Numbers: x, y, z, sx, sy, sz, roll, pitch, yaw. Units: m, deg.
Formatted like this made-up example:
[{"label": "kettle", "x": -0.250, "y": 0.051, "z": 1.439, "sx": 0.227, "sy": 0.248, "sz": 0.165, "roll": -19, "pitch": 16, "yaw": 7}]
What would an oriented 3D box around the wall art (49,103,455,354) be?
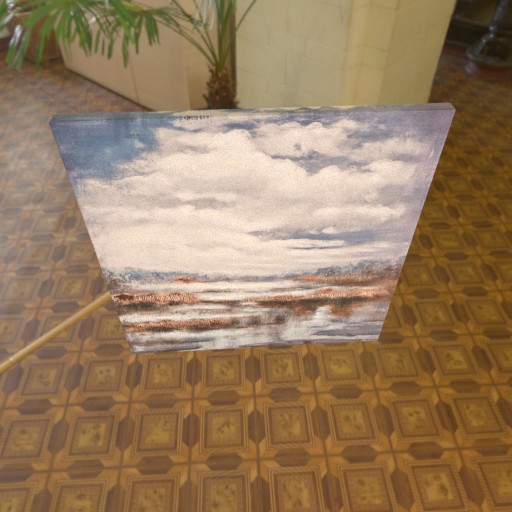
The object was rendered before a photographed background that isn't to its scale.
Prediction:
[{"label": "wall art", "x": 0.000, "y": 0.000, "z": 1.468, "sx": 1.010, "sy": 1.020, "sz": 0.040, "roll": -3, "pitch": 45, "yaw": -3}]
